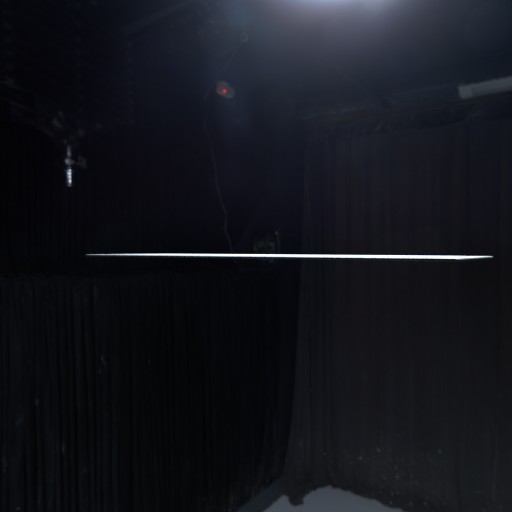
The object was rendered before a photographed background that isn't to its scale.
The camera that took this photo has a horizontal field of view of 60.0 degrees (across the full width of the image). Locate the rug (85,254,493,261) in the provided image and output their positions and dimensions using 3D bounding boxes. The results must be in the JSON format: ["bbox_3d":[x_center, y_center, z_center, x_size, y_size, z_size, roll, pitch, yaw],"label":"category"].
[{"bbox_3d":[0.000,0.000,2.664,2.430,0.012,0.759,1,1,37],"label":"rug"}]
